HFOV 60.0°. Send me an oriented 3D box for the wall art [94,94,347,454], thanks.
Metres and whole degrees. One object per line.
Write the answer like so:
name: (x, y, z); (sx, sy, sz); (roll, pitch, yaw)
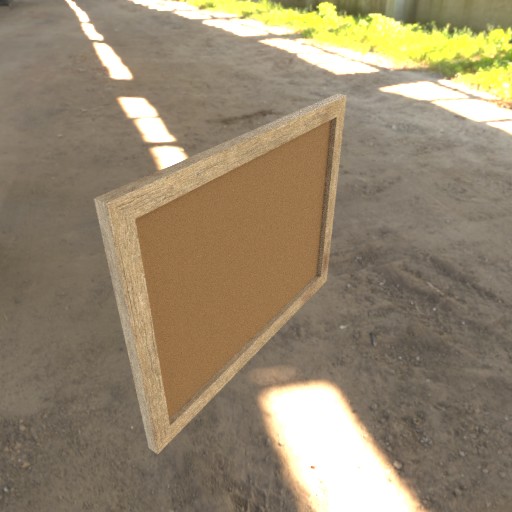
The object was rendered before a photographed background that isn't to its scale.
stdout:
wall art: (0.000, 0.000, 0.947); (0.026, 0.535, 0.690); (21, 39, 29)
